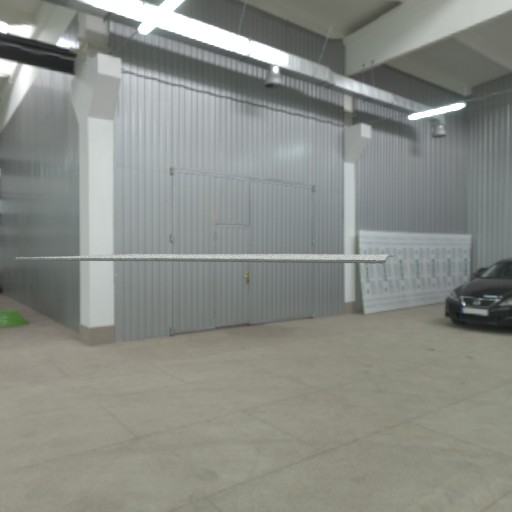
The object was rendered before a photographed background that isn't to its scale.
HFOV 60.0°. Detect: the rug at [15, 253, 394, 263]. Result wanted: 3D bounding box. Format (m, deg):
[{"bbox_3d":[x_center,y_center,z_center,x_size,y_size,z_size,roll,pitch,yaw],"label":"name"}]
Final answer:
[{"bbox_3d":[0.000,0.000,4.155,2.434,0.045,3.202,0,1,18],"label":"rug"}]
